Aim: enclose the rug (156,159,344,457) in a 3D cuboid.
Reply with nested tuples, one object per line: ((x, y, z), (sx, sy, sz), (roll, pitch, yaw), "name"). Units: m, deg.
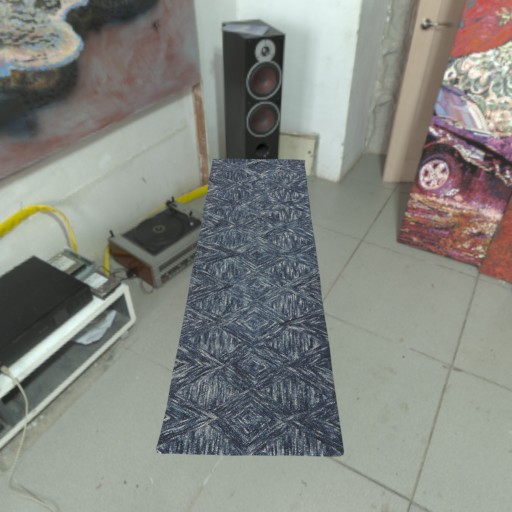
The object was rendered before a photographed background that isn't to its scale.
((0.000, 0.000, 2.530), (0.719, 0.013, 2.306), (1, 40, 1), "rug")
